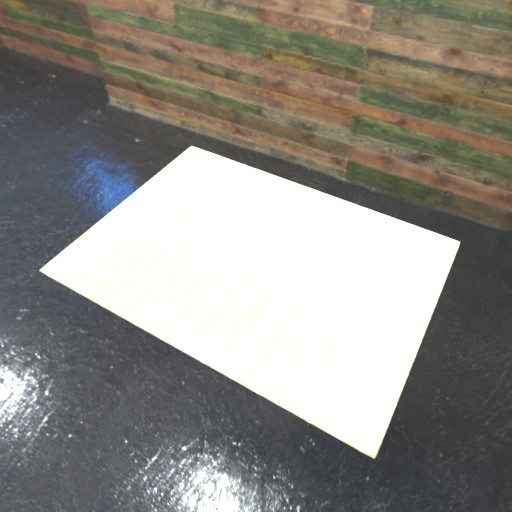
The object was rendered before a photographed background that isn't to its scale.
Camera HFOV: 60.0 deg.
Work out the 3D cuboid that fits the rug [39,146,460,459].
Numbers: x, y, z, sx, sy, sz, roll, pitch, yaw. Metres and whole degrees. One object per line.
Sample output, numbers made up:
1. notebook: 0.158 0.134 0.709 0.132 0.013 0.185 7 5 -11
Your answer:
1. rug: 0.000 0.000 4.335 3.353 0.010 2.438 24 52 20
